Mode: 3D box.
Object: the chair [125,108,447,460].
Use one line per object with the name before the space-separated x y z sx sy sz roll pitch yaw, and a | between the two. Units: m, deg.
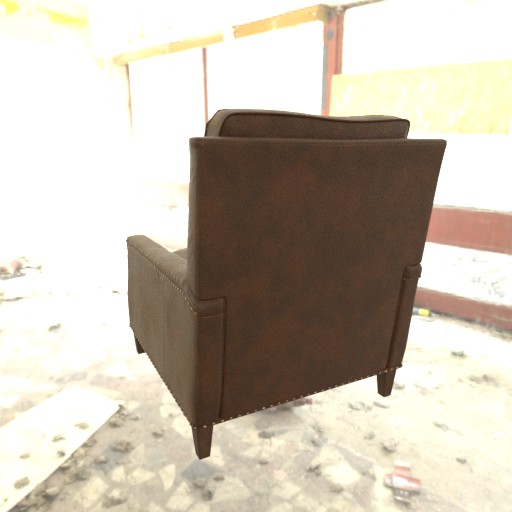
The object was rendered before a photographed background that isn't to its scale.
chair | 0.000 0.000 1.765 0.854 1.054 1.035 -7 16 -27
